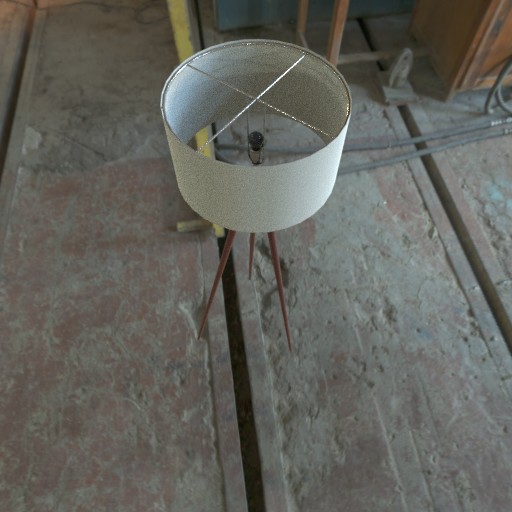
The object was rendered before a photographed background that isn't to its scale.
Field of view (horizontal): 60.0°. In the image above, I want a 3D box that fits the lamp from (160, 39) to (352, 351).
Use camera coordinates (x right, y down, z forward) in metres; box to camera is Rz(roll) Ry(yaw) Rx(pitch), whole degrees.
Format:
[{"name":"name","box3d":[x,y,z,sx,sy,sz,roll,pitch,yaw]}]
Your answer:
[{"name":"lamp","box3d":[0.000,0.000,1.784,0.483,1.553,0.483,32,64,18]}]
